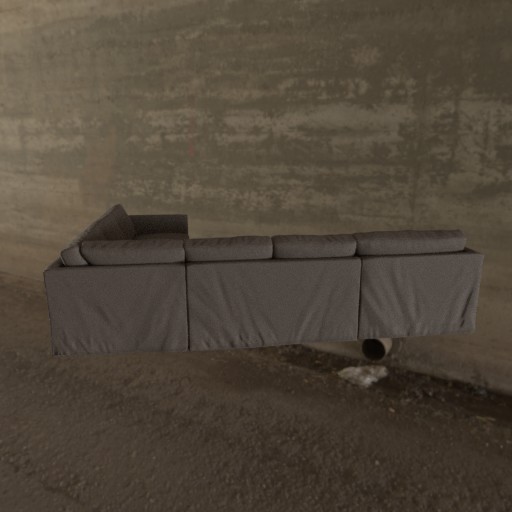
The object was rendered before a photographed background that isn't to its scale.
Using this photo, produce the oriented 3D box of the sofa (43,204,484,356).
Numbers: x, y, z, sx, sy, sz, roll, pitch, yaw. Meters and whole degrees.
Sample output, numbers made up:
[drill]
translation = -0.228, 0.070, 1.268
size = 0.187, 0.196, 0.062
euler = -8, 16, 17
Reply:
[sofa]
translation = 0.000, 0.000, 4.635
size = 3.528, 0.878, 2.476
euler = -2, 15, -8
